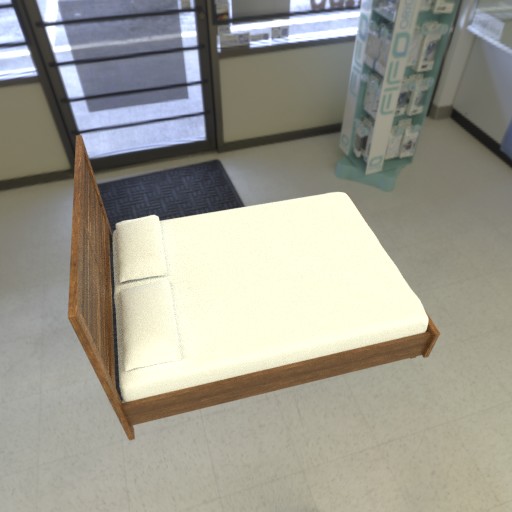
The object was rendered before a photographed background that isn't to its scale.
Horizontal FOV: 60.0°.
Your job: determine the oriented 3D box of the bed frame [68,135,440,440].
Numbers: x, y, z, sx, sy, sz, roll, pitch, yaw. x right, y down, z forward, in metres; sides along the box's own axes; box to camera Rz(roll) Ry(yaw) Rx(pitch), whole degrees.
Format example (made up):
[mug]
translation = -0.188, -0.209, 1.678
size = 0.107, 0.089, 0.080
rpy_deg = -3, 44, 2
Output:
[bed frame]
translation = 0.000, 0.000, 3.361
size = 2.276, 1.417, 1.696
rpy_deg = -11, 46, -10
